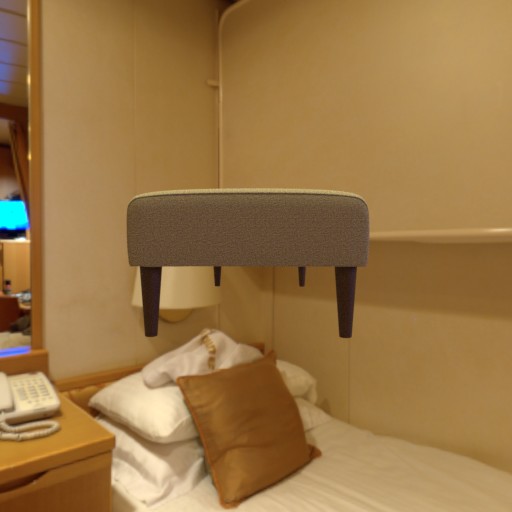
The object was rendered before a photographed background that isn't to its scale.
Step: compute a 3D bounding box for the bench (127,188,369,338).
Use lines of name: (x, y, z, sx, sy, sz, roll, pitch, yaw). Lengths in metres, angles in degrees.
bench: (0.000, 0.000, 1.912, 0.646, 0.393, 1.609, 0, 1, 2)
